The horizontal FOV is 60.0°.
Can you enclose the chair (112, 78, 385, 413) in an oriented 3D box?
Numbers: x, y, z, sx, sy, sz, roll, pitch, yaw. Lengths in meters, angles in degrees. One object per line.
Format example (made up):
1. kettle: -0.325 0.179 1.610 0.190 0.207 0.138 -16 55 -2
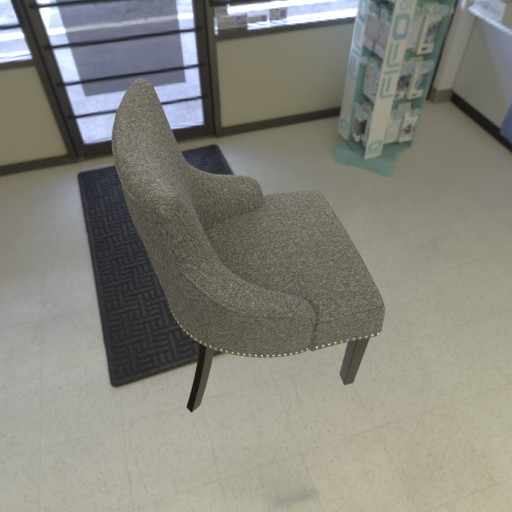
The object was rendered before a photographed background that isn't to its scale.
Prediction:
1. chair: 0.000 0.000 1.301 0.629 0.909 0.566 -11 48 -10
